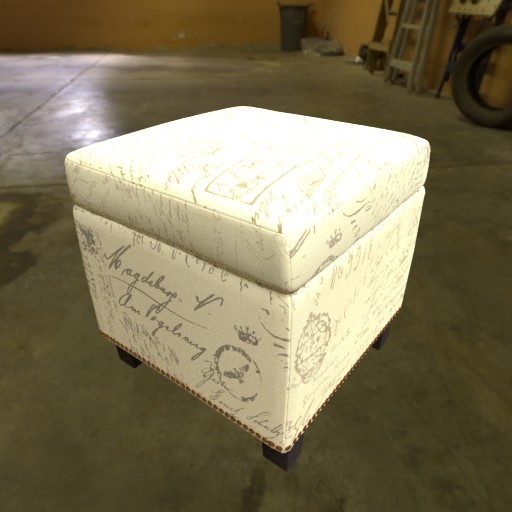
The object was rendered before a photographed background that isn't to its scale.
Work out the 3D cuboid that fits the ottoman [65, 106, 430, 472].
[{"bbox_3d":[0.000,0.000,0.827,0.450,0.457,0.449,21,37,32],"label":"ottoman"}]
